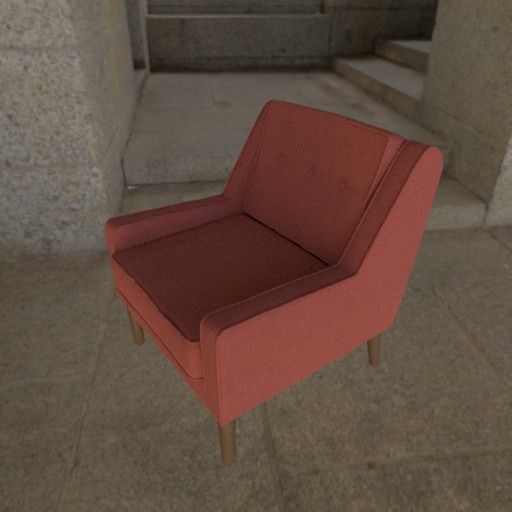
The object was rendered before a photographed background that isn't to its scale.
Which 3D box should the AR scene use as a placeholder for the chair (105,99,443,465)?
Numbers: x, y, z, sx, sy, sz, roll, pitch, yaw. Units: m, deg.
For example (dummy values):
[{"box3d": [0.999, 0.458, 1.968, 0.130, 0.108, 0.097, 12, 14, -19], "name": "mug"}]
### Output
[{"box3d": [0.000, 0.000, 1.394, 0.770, 0.812, 0.680, -21, 38, -31], "name": "chair"}]
